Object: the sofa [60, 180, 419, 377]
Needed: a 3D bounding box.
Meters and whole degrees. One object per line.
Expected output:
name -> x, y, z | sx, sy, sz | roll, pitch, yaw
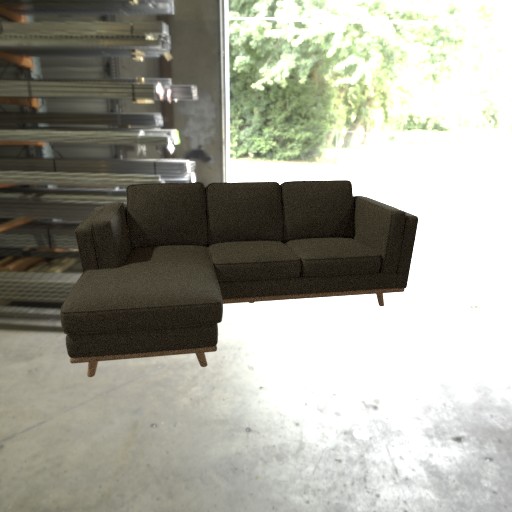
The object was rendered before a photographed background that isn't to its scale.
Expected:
sofa -> 0.000, 0.000, 3.205 | 2.411, 0.929, 1.604 | -3, 17, -9
